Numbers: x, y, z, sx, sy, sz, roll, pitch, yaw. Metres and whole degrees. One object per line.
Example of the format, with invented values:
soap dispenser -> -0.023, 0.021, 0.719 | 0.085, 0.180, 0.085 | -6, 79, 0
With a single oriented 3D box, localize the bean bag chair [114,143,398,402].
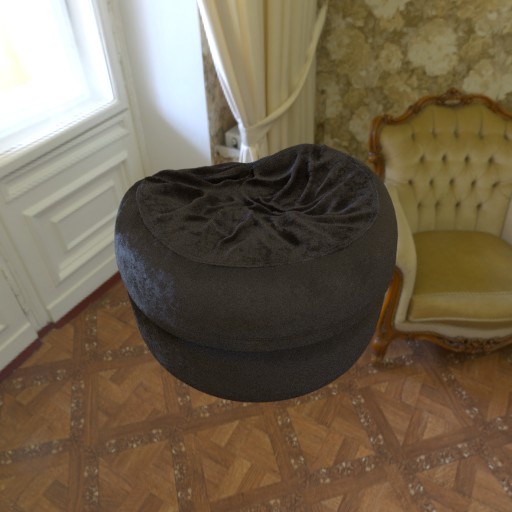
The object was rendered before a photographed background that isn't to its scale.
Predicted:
bean bag chair -> 0.000, 0.000, 1.560 | 0.918, 0.605, 0.918 | 0, 41, 0
